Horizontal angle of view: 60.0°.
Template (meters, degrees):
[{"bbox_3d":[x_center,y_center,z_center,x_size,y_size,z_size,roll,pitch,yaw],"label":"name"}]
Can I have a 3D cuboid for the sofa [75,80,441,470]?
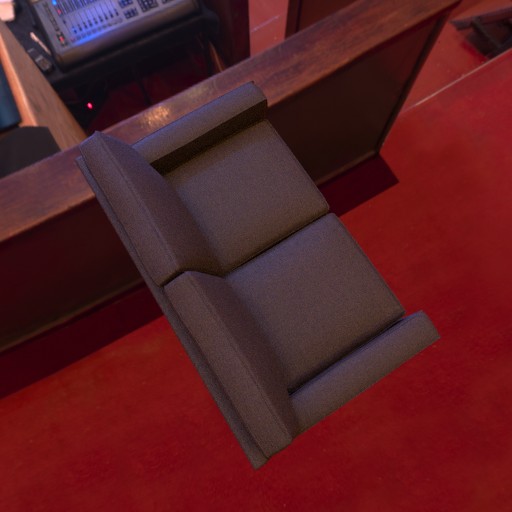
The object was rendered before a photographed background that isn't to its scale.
[{"bbox_3d":[0.000,0.000,2.130,0.974,0.887,1.534,-31,77,-8],"label":"sofa"}]
